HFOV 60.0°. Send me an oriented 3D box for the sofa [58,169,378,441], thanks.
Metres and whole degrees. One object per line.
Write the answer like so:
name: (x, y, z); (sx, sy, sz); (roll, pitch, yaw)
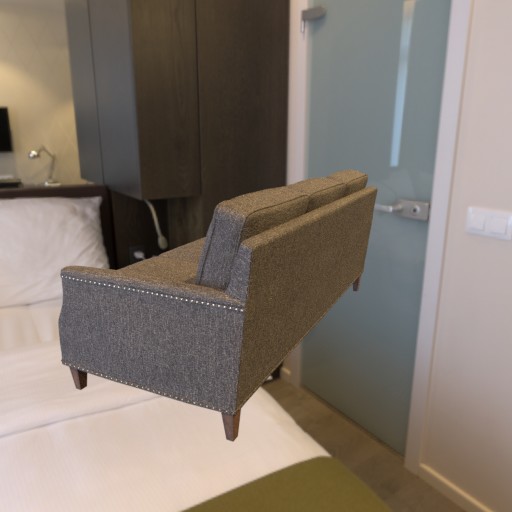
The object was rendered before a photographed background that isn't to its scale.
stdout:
sofa: (0.000, 0.000, 2.847); (1.084, 1.003, 2.246); (7, 17, 26)
